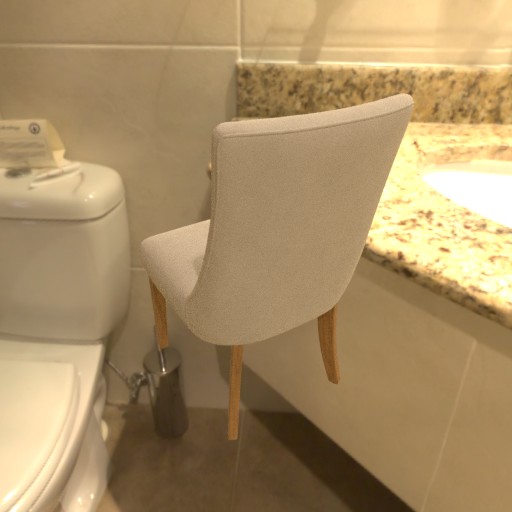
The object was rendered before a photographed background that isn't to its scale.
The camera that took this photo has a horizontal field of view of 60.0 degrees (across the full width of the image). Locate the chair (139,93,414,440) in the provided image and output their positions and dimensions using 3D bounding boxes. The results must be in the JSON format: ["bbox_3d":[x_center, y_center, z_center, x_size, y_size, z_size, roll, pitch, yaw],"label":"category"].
[{"bbox_3d":[0.000,0.000,1.233,0.495,0.902,0.610,-18,36,-27],"label":"chair"}]
